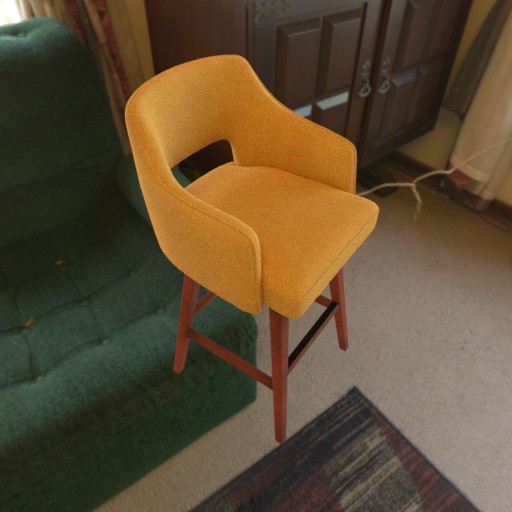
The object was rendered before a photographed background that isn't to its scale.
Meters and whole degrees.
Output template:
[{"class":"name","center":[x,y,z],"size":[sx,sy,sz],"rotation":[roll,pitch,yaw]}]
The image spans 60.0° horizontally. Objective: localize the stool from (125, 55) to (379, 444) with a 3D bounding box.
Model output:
[{"class":"stool","center":[0.000,0.000,1.350],"size":[0.558,1.012,0.548],"rotation":[26,48,26]}]
